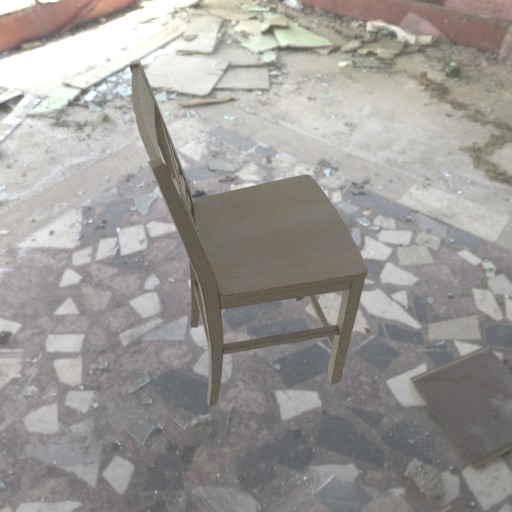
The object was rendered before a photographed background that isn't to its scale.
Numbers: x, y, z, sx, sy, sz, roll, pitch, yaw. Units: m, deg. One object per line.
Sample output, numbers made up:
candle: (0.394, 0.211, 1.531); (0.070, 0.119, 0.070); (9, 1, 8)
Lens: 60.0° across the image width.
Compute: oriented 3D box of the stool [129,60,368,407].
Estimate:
stool: (0.000, 0.000, 1.373); (0.539, 1.079, 0.462); (-12, 48, -11)
